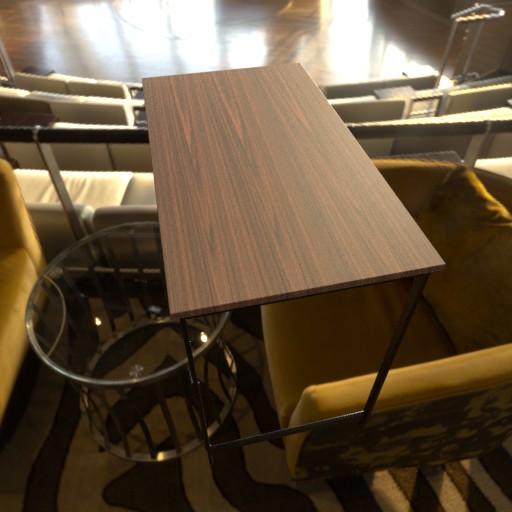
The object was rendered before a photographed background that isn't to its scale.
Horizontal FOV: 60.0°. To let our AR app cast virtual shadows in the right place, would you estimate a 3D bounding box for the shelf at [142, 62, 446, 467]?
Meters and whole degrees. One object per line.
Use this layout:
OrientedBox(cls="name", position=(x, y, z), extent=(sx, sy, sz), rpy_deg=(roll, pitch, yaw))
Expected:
OrientedBox(cls="shelf", position=(0.000, 0.000, 1.338), extent=(0.498, 0.750, 0.902), rpy_deg=(-9, 47, -9))
